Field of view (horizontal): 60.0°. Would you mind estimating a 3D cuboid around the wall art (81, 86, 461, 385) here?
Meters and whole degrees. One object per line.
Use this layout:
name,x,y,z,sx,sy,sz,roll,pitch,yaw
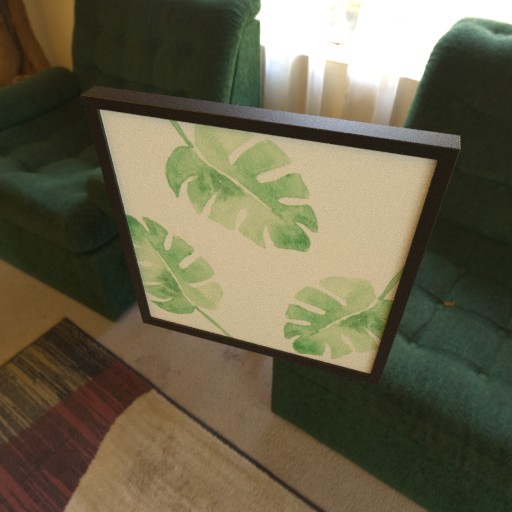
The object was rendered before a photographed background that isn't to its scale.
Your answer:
wall art,0.000,0.000,0.753,0.508,0.508,0.036,12,44,13
